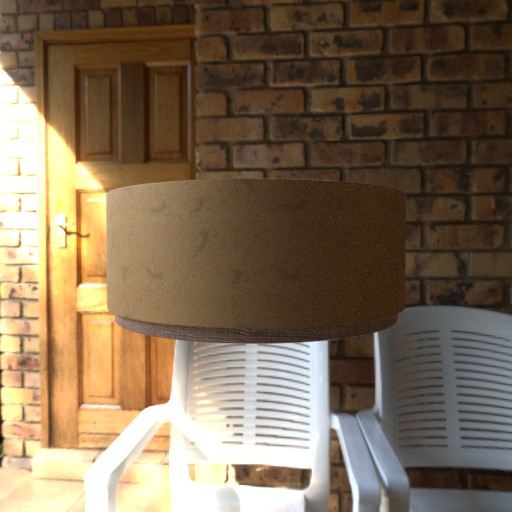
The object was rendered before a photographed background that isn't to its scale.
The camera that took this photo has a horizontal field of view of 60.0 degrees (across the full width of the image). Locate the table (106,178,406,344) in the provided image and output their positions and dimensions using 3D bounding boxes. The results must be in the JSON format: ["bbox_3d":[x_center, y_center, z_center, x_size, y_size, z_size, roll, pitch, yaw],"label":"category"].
[{"bbox_3d":[0.000,0.000,1.565,1.001,0.409,1.001,0,2,0],"label":"table"}]
